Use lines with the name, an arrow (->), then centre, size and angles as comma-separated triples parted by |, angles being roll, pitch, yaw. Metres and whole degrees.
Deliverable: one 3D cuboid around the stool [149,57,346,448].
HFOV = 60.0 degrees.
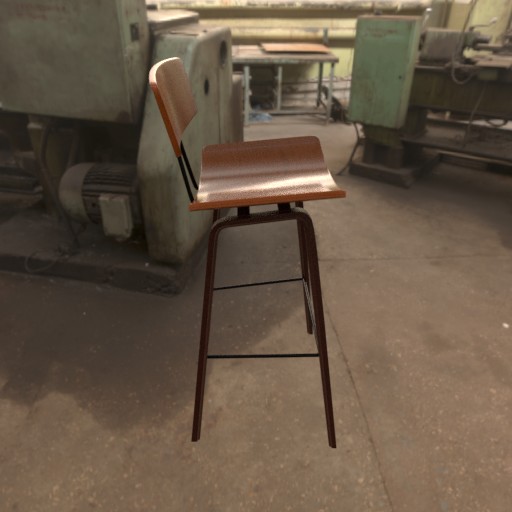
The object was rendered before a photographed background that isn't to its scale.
stool -> 0.000, 0.000, 1.212 | 0.440, 0.969, 0.509 | -1, 31, -1
